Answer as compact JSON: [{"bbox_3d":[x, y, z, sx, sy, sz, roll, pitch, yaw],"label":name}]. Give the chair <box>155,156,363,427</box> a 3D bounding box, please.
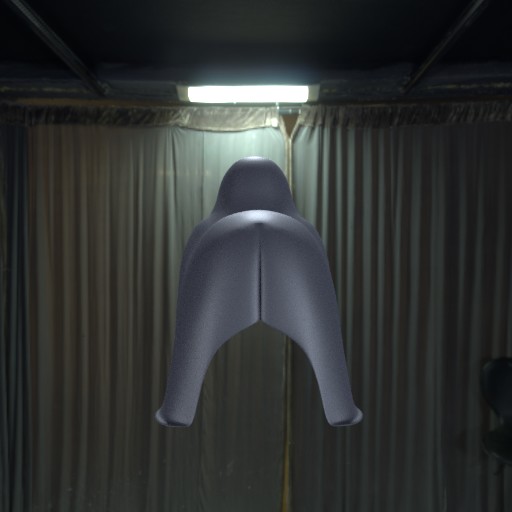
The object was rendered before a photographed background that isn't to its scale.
[{"bbox_3d":[0.000,0.000,1.135,0.490,0.600,0.758,0,-1,-1],"label":"chair"}]
